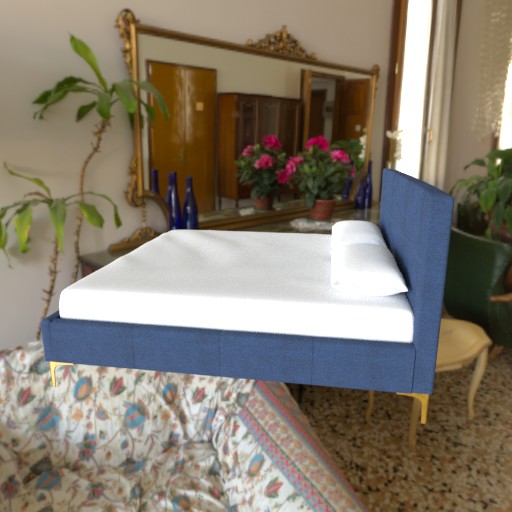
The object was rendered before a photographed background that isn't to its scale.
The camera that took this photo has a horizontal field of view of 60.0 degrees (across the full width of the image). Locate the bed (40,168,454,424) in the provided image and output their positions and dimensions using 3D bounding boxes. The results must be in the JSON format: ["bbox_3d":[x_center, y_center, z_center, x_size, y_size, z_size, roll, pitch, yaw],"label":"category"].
[{"bbox_3d":[0.000,0.000,3.371,2.232,1.231,2.096,2,15,9],"label":"bed"}]
